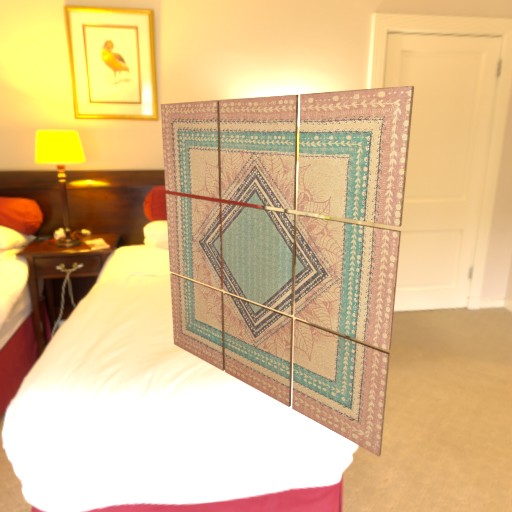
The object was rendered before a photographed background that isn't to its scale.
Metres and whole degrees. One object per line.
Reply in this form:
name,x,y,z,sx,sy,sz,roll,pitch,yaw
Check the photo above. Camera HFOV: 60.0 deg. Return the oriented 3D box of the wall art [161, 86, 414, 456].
wall art,0.000,0.000,1.797,1.215,1.213,0.013,15,21,42
